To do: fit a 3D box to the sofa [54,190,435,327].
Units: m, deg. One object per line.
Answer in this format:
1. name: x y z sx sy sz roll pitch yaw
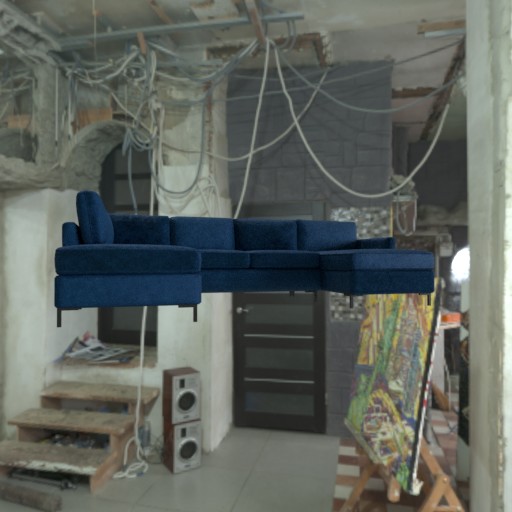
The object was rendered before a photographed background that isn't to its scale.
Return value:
1. sofa: 0.000 0.000 4.414 3.434 0.992 2.055 0 -1 -17
